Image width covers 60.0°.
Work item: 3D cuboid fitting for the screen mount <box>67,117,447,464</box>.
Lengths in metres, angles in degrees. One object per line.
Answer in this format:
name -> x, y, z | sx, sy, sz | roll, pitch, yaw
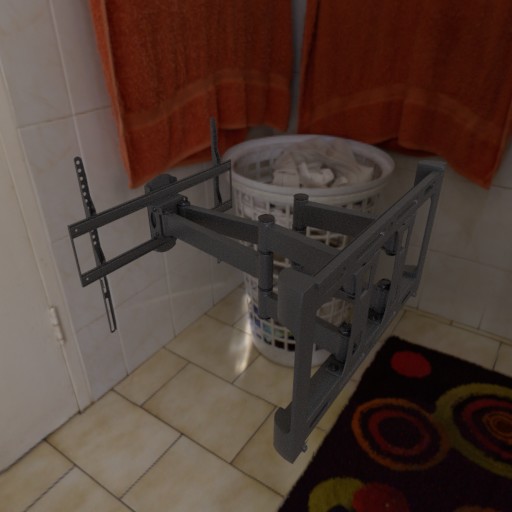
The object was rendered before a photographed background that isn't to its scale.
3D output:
screen mount -> 0.000, 0.000, 0.931 | 0.556, 0.424, 0.571 | 20, 36, 30
